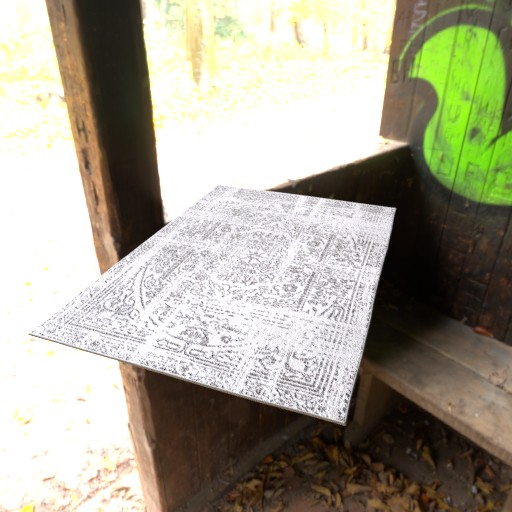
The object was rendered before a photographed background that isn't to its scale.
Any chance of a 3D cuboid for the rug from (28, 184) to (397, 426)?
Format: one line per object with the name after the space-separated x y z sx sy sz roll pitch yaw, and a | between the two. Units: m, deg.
0.000 0.000 3.094 1.706 0.026 2.438 10 31 18 | rug
